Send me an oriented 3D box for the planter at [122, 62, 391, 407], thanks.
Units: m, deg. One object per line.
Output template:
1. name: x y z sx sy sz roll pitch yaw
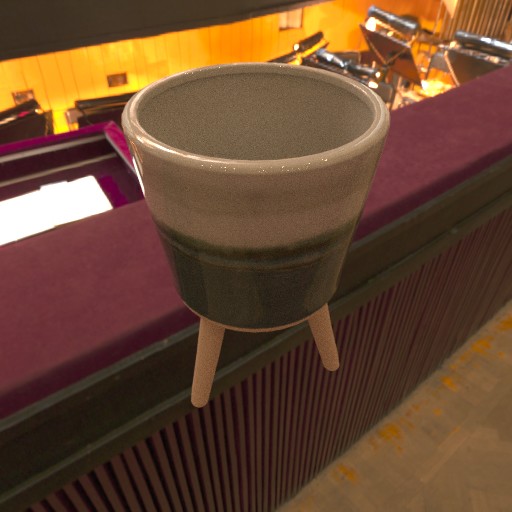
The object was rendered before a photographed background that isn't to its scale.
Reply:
1. planter: 0.000 0.000 0.471 0.217 0.331 0.217 -24 46 -25
